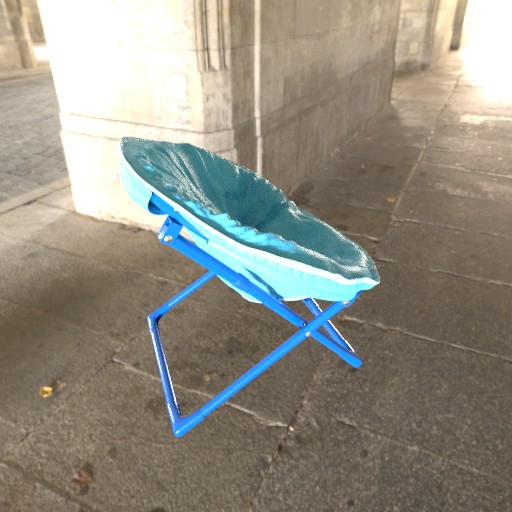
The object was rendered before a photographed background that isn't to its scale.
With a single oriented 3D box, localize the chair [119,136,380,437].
[{"bbox_3d":[0.000,0.000,0.881,0.465,0.478,0.520,-10,32,-17],"label":"chair"}]
